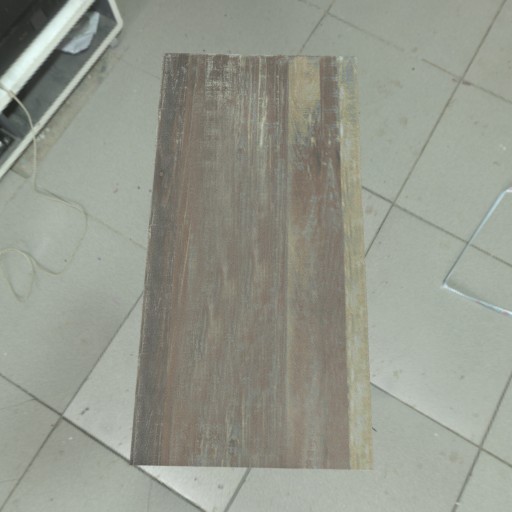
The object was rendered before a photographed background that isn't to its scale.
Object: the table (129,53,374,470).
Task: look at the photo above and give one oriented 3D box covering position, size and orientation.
[{"bbox_3d":[0.000,0.000,1.329,0.554,0.399,1.088,1,76,0],"label":"table"}]
